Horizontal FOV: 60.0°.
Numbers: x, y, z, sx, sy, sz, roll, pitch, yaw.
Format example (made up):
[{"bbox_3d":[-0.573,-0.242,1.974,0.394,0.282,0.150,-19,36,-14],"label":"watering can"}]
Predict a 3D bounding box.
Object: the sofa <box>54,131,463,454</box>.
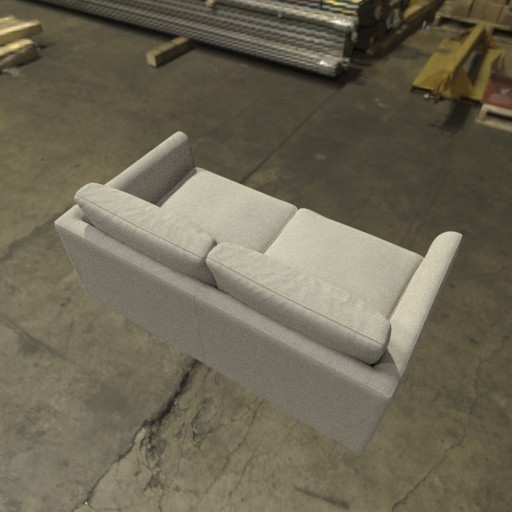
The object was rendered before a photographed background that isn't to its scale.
[{"bbox_3d":[0.000,0.000,2.507,1.905,0.839,1.091,24,52,21],"label":"sofa"}]
